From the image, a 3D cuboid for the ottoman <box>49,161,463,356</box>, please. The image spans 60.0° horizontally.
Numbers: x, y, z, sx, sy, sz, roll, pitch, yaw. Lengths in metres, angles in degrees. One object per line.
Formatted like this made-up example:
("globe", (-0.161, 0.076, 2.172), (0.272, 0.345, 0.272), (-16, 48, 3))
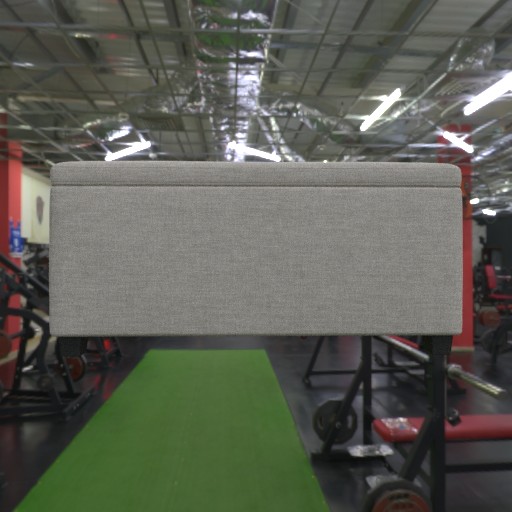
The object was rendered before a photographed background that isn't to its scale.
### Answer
("ottoman", (0.000, 0.000, 1.136), (0.902, 0.432, 0.419), (0, 0, -1))
